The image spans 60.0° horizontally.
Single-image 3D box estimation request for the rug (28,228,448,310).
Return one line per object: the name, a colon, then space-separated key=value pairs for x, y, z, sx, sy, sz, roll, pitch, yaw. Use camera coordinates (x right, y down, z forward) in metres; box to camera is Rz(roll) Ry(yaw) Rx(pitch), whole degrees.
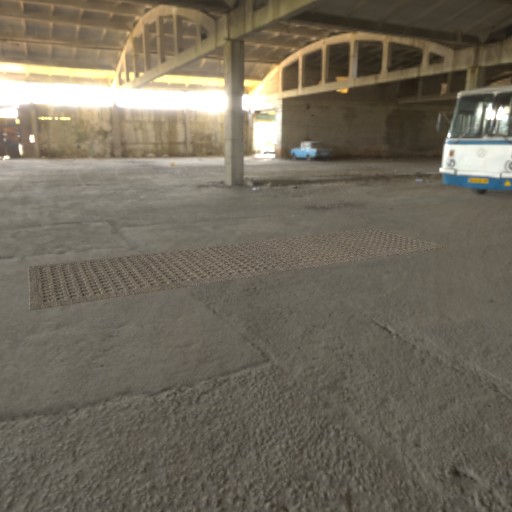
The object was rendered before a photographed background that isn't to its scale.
rug: x=0.000 y=0.000 z=2.658 sx=2.443 sy=0.009 sz=0.706 roll=-7 pitch=17 yaw=-26
